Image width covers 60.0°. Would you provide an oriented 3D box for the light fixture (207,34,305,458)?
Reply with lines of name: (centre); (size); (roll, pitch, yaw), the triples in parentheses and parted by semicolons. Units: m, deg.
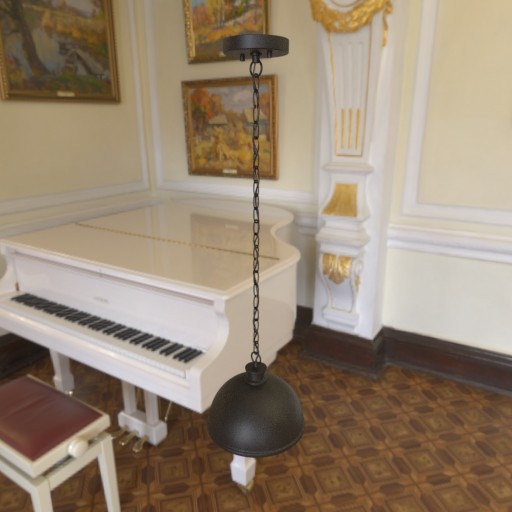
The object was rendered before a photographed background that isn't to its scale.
light fixture: (0.000, 0.000, 1.229); (0.304, 1.090, 0.304); (16, 23, 42)
